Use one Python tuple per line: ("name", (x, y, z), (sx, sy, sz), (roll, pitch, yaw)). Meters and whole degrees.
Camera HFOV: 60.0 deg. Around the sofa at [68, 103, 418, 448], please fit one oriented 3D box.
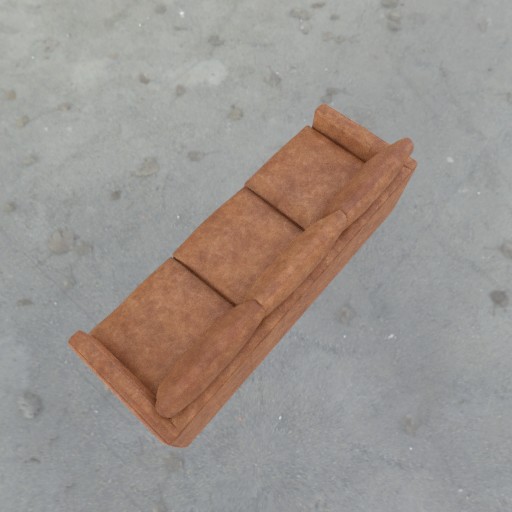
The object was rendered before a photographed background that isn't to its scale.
("sofa", (0.000, 0.000, 2.499), (0.748, 0.863, 2.029), (38, 70, 16))
